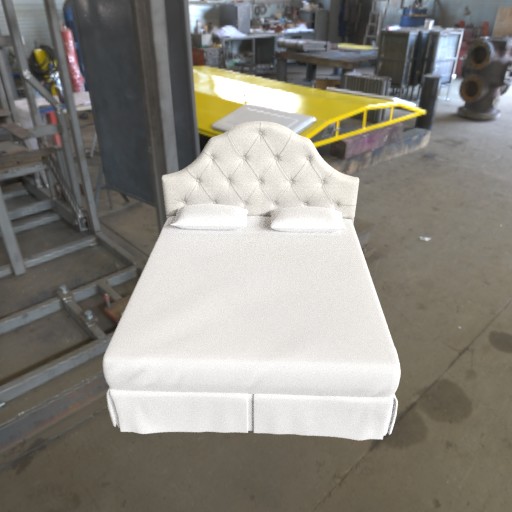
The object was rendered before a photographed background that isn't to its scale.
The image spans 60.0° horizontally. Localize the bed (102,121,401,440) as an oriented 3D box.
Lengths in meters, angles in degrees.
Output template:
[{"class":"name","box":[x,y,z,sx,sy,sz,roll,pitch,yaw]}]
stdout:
[{"class":"bed","box":[0.000,0.000,3.604,2.008,1.615,2.214,1,31,2]}]
